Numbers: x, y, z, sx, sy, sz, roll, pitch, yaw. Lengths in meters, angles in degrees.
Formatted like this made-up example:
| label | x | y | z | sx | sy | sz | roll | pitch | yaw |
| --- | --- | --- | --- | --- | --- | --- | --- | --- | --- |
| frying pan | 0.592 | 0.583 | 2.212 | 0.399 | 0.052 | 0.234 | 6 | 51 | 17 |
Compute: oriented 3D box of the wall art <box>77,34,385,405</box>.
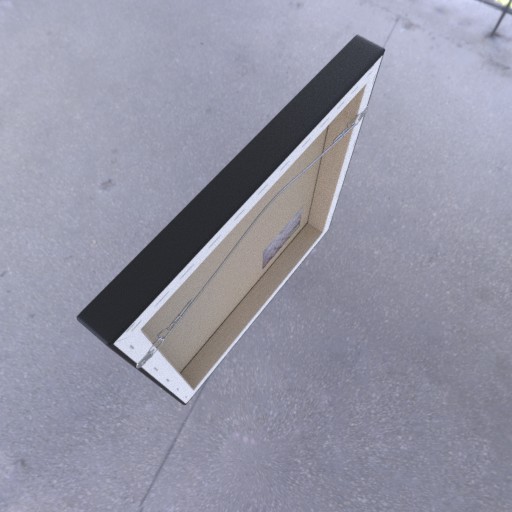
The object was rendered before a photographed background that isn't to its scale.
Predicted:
| label | x | y | z | sx | sy | sz | roll | pitch | yaw |
| --- | --- | --- | --- | --- | --- | --- | --- | --- | --- |
| wall art | 0.000 | 0.000 | 0.591 | 0.041 | 0.407 | 0.406 | 36 | 70 | 15 |
